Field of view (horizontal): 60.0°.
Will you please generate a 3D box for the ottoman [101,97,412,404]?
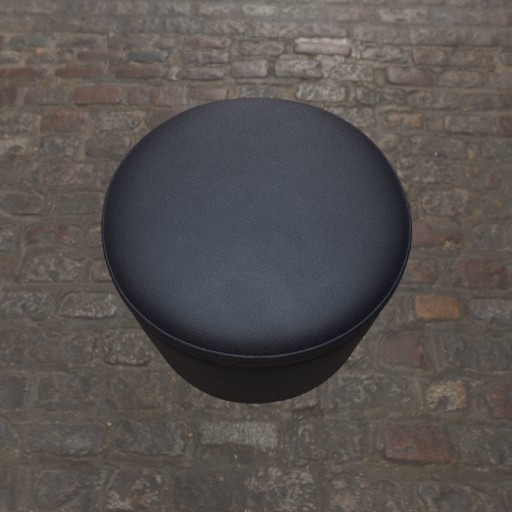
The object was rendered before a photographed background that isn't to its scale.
[{"bbox_3d":[0.000,0.000,0.863,0.501,0.409,0.501,0,62,0],"label":"ottoman"}]
